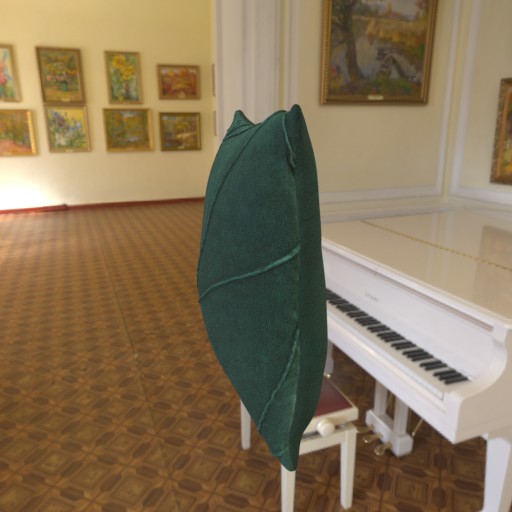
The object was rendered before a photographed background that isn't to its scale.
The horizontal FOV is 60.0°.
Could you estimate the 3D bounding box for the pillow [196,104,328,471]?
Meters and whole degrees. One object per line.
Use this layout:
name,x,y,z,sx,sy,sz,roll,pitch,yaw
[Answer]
pillow,0.000,0.000,0.683,0.184,0.440,0.439,-3,17,-9
